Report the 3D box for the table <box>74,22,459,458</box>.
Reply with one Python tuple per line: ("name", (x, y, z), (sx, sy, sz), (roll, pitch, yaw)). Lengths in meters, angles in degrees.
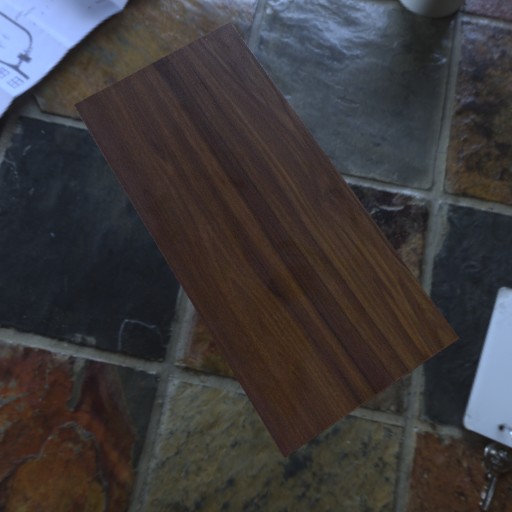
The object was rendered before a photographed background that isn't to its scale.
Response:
("table", (0.000, 0.000, 1.216), (0.390, 0.725, 0.802), (-31, 79, -7))
